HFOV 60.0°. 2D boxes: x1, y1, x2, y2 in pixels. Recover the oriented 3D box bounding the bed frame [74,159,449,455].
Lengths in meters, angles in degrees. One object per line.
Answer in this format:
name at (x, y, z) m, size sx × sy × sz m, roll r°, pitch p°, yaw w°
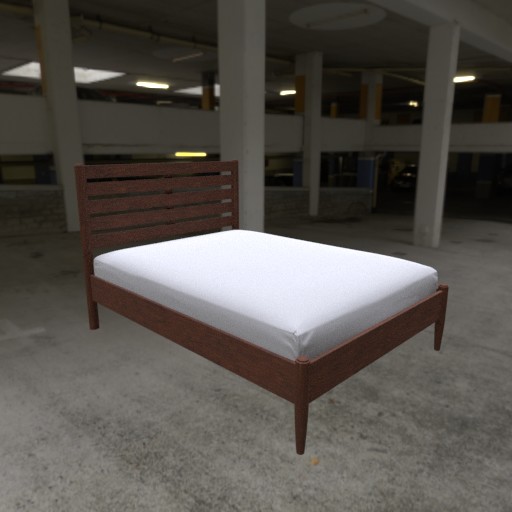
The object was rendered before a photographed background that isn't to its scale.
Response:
bed frame at (0.000, 0.000, 3.285) m, size 2.234 × 1.321 × 1.655 m, roll 13°, pitch 19°, yaw 43°
